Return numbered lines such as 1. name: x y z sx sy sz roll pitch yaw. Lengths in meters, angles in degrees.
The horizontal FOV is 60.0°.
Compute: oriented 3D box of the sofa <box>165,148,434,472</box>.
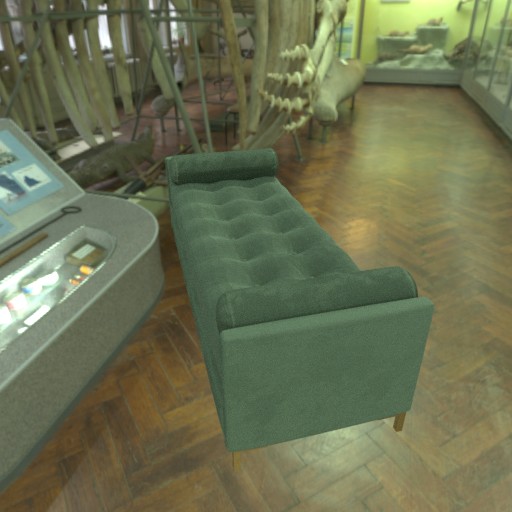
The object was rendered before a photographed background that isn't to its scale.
1. sofa: 0.000 0.000 2.493 0.796 0.705 2.102 -7 30 -13
